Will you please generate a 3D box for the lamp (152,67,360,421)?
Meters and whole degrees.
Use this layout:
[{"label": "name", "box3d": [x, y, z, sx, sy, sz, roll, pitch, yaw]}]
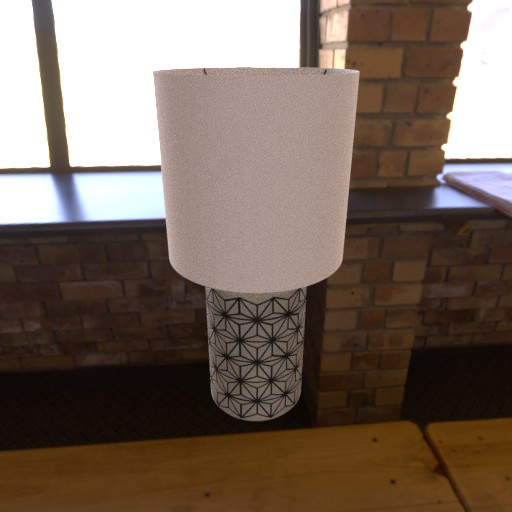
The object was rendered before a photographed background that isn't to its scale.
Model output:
[{"label": "lamp", "box3d": [0.000, 0.000, 0.538, 0.206, 0.416, 0.206, -17, 30, -33]}]
